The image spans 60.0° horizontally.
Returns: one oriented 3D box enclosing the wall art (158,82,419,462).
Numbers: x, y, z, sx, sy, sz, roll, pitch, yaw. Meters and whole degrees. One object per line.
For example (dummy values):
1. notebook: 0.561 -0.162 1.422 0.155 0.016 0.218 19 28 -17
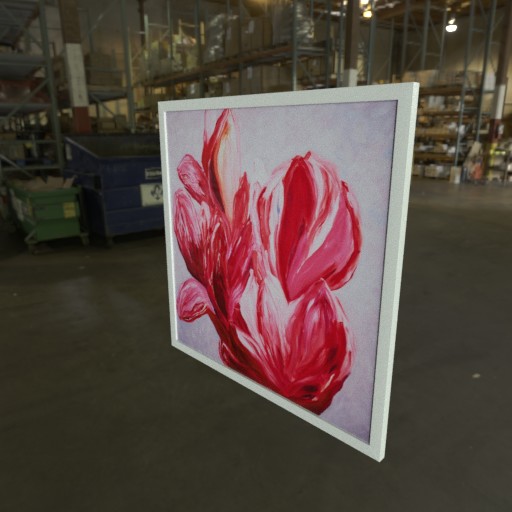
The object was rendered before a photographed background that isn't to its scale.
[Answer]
1. wall art: 0.000 0.000 1.171 0.805 0.803 0.022 15 22 43
